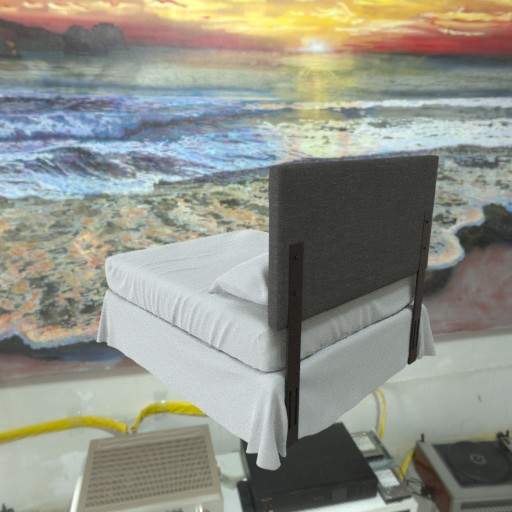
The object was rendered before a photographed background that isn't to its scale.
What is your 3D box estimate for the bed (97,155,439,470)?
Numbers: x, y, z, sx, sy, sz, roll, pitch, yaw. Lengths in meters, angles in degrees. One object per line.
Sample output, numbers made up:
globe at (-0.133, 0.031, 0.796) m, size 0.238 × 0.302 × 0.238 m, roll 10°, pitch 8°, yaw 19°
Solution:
bed at (0.000, 0.000, 3.496) m, size 1.936 × 1.577 × 2.222 m, roll -14°, pitch 21°, yaw -41°
